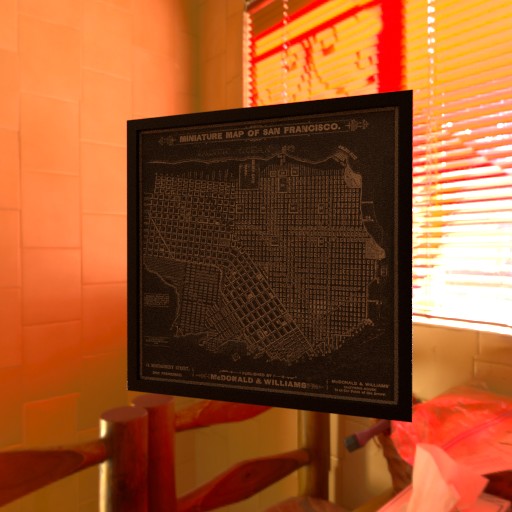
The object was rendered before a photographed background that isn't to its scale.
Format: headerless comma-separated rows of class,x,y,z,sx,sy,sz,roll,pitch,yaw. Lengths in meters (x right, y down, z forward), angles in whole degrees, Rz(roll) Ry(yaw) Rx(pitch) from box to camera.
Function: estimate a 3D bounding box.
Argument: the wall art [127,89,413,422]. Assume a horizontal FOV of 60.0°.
wall art,0.000,0.000,0.686,0.457,0.458,0.012,0,0,18
